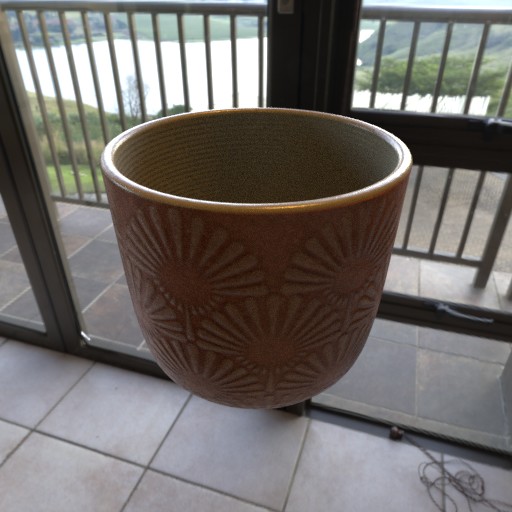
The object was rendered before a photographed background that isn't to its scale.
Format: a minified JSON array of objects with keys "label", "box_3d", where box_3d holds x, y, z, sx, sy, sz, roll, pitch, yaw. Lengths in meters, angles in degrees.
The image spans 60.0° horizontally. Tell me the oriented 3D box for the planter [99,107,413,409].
[{"label":"planter","box_3d":[0.000,0.000,0.211,0.124,0.109,0.124,0,32,0]}]
